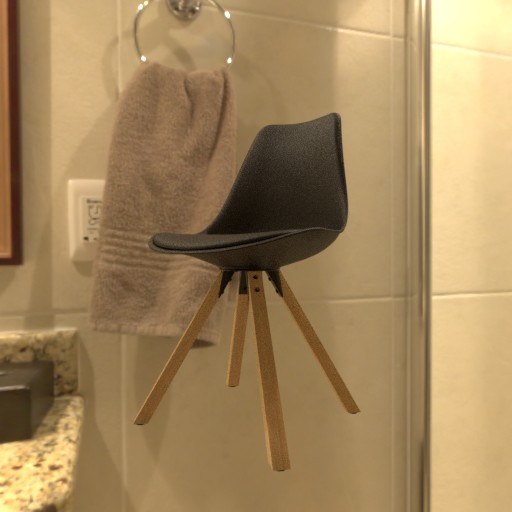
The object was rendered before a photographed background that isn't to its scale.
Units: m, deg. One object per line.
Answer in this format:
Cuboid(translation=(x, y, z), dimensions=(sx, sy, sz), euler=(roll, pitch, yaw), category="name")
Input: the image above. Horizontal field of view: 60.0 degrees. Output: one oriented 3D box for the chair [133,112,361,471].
Cuboid(translation=(0.000, 0.000, 1.184), dimensions=(0.485, 0.850, 0.549), euler=(0, 1, 35), category="chair")
